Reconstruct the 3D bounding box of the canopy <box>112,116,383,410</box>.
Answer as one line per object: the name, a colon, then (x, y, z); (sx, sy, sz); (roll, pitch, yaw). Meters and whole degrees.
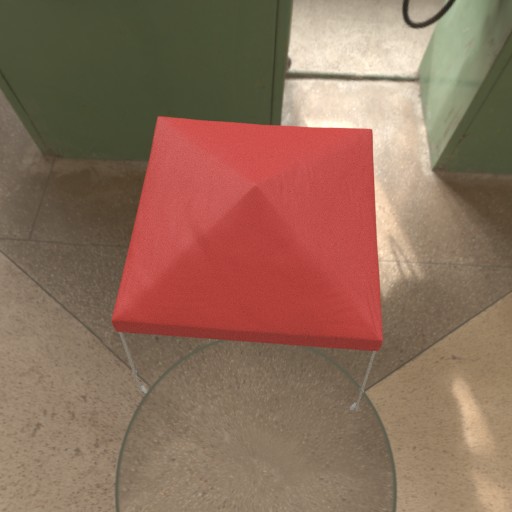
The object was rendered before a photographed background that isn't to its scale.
canopy: (0.000, 0.000, 6.486); (3.599, 3.600, 3.600); (4, 64, 2)
